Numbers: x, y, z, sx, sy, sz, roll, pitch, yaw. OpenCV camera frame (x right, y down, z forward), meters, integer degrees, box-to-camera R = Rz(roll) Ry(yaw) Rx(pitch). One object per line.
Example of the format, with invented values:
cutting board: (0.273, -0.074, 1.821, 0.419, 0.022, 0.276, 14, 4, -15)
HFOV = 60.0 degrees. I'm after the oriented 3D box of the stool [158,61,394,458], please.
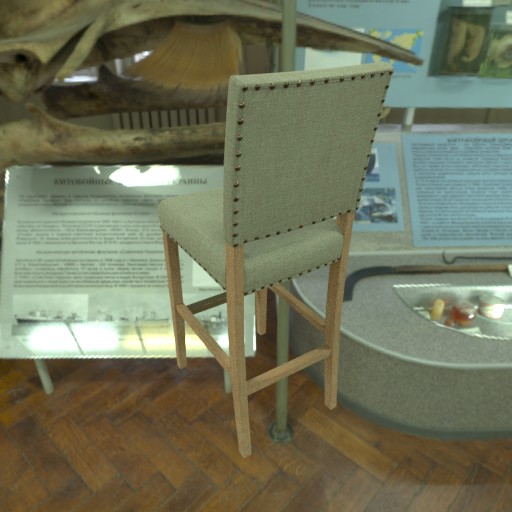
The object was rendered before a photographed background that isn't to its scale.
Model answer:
stool: (0.000, 0.000, 1.460, 0.445, 1.203, 0.585, -18, 35, -27)
